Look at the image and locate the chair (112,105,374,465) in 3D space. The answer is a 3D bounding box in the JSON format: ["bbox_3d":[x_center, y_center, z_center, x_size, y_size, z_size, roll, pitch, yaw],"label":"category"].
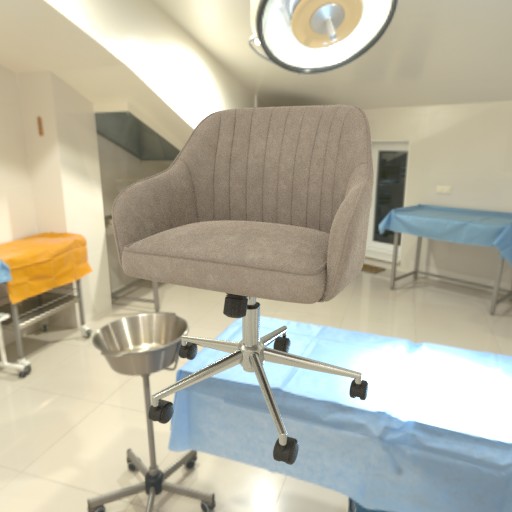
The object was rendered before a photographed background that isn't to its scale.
[{"bbox_3d":[0.000,0.000,1.241,0.635,0.831,0.573,7,16,24],"label":"chair"}]
